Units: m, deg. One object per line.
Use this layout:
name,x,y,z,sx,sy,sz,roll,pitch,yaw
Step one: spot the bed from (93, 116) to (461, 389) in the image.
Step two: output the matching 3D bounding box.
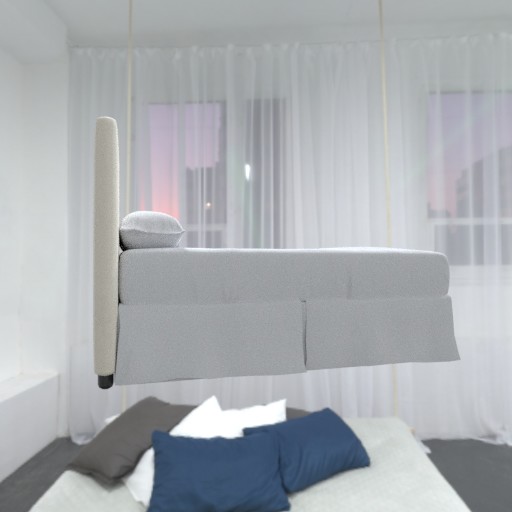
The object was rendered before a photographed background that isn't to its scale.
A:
bed,0.000,0.000,3.189,2.142,1.330,1.713,0,-1,-17
